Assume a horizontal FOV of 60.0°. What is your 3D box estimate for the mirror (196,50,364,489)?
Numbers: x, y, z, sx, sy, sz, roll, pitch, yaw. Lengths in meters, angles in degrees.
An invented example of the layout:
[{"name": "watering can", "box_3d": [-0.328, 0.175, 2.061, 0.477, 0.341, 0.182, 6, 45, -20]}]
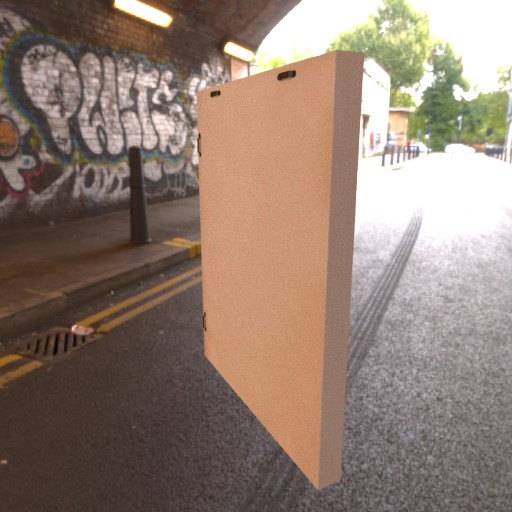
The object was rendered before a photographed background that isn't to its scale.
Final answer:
[{"name": "mirror", "box_3d": [0.000, 0.000, 0.673, 0.041, 0.508, 0.405, -7, 16, -26]}]
